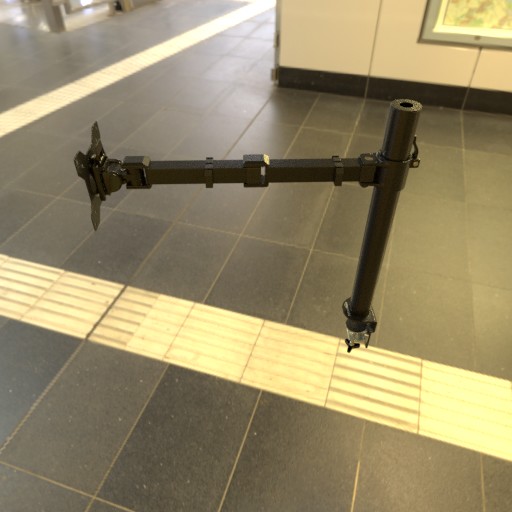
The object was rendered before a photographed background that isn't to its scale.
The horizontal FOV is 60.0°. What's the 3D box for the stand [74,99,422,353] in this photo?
[{"bbox_3d":[0.000,0.000,0.737,0.456,0.510,0.115,-1,41,-1],"label":"stand"}]
